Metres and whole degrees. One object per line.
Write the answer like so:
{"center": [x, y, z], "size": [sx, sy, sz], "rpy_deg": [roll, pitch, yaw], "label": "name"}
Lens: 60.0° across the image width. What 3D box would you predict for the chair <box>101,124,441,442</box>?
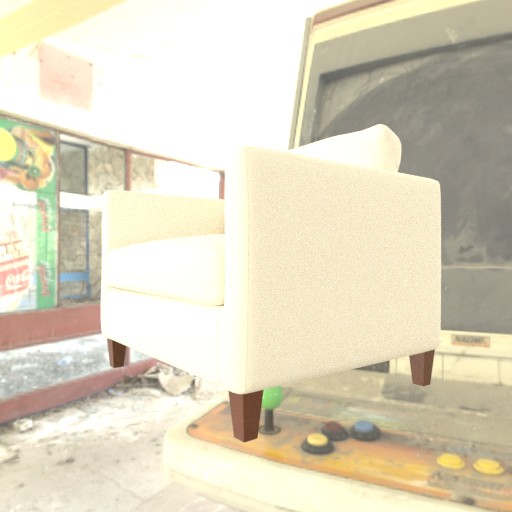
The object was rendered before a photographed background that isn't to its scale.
{"center": [0.000, 0.000, 1.656], "size": [0.878, 0.885, 1.019], "rpy_deg": [0, 0, -37], "label": "chair"}
